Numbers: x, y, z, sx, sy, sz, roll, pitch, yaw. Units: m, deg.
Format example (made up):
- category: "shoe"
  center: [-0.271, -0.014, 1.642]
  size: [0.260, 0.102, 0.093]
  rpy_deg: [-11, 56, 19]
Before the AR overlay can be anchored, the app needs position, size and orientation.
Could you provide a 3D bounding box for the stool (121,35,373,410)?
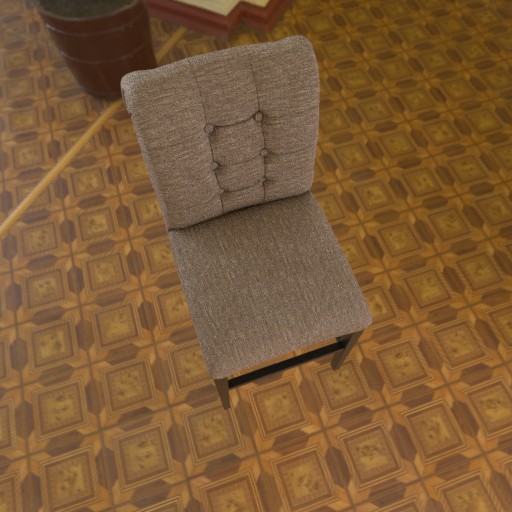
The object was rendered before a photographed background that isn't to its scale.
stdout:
- category: "stool"
  center: [0.000, 0.000, 1.291]
  size: [0.457, 0.970, 0.611]
  rpy_deg: [-17, 63, -9]
